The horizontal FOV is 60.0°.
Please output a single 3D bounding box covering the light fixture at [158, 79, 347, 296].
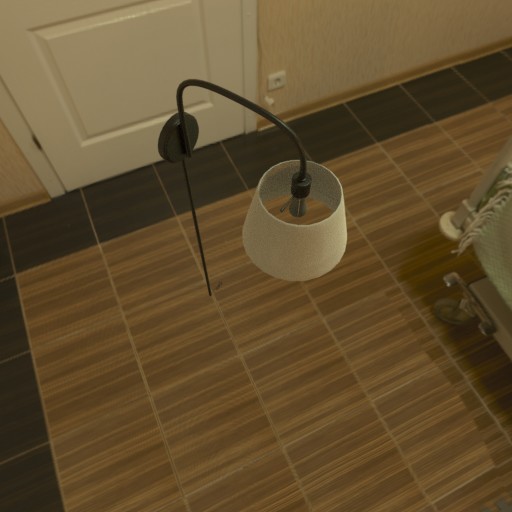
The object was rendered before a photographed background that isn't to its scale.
[{"bbox_3d":[0.000,0.000,0.471,0.176,0.399,0.092,32,64,17],"label":"light fixture"}]
